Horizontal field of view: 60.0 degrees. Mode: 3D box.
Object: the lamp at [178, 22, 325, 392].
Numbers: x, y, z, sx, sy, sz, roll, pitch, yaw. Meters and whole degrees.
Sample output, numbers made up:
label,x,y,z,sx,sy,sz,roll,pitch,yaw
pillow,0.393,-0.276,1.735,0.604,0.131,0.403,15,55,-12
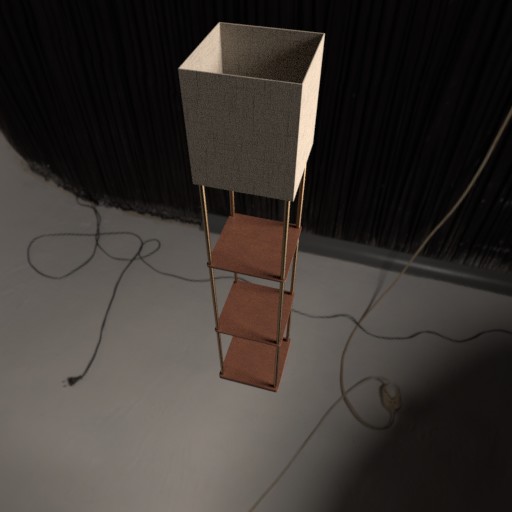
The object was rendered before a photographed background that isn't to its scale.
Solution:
label,x,y,z,sx,sy,sz,roll,pitch,yaw
lamp,0.000,0.000,1.721,0.308,1.569,0.310,11,48,10
